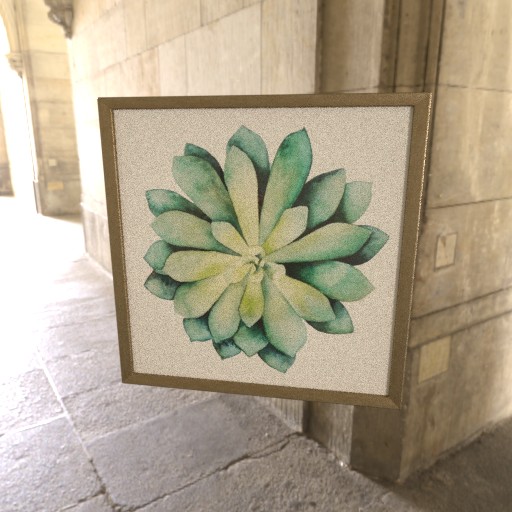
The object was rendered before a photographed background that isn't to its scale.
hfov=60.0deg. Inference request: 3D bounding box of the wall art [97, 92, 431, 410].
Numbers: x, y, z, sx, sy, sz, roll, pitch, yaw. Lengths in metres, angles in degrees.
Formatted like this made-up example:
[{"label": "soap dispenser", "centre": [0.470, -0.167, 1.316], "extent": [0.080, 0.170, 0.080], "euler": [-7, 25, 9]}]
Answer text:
[{"label": "wall art", "centre": [0.000, 0.000, 0.743], "extent": [0.503, 0.506, 0.040], "euler": [3, 15, 9]}]
